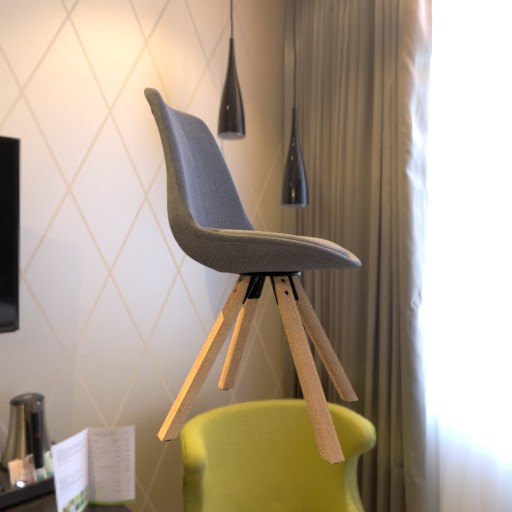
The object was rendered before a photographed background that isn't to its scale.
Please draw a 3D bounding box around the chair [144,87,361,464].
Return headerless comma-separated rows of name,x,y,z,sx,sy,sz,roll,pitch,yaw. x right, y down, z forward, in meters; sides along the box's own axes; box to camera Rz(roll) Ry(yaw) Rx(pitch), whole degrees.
chair,0.000,0.000,1.184,0.549,0.863,0.474,0,1,17
